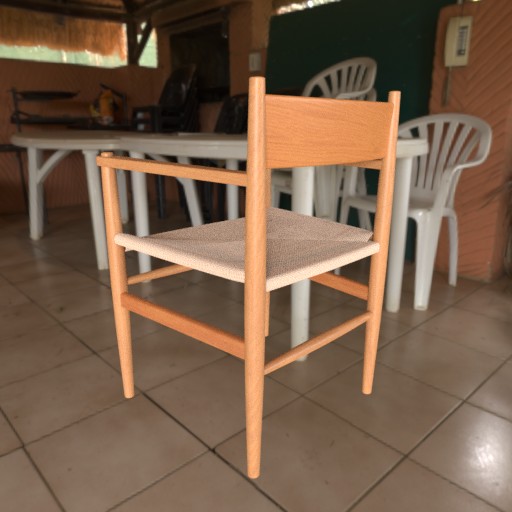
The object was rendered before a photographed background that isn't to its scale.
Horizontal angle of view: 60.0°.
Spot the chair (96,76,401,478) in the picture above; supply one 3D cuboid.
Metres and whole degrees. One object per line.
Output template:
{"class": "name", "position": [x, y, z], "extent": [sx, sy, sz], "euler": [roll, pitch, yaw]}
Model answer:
{"class": "chair", "position": [0.000, 0.000, 1.092], "extent": [0.556, 0.762, 0.495], "euler": [-15, 22, -42]}
